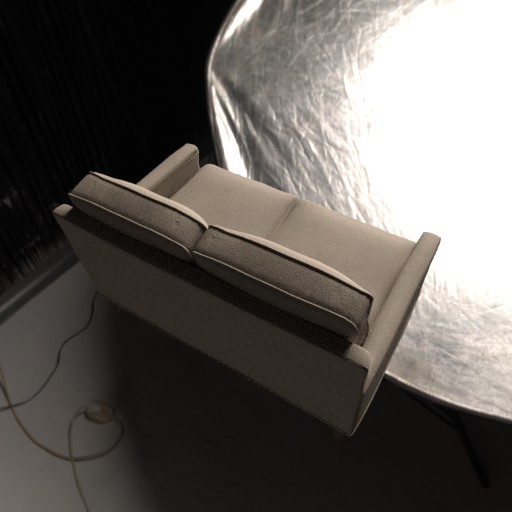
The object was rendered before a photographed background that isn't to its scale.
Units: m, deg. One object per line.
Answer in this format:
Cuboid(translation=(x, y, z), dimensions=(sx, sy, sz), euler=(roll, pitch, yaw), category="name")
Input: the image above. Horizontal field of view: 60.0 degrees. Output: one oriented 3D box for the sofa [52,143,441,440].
Cuboid(translation=(0.000, 0.000, 2.277), dimensions=(1.597, 1.003, 1.084), euler=(24, 51, 21), category="sofa")
